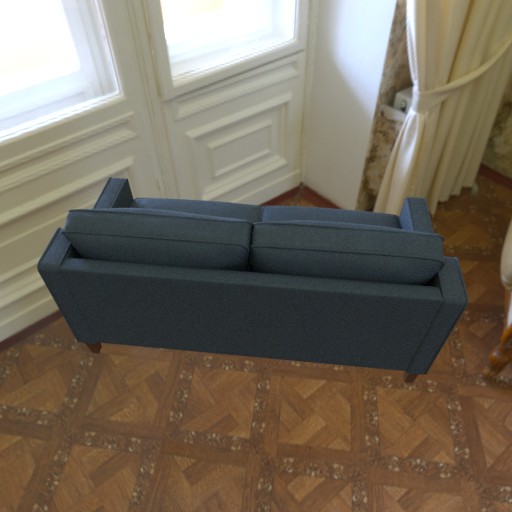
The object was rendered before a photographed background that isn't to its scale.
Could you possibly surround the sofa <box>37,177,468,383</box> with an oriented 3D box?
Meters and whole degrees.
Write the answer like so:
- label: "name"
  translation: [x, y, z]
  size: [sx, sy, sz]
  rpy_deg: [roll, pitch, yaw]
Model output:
- label: "sofa"
  translation: [0.000, 0.000, 2.827]
  size: [2.178, 1.071, 1.066]
  rpy_deg: [4, 47, 4]
